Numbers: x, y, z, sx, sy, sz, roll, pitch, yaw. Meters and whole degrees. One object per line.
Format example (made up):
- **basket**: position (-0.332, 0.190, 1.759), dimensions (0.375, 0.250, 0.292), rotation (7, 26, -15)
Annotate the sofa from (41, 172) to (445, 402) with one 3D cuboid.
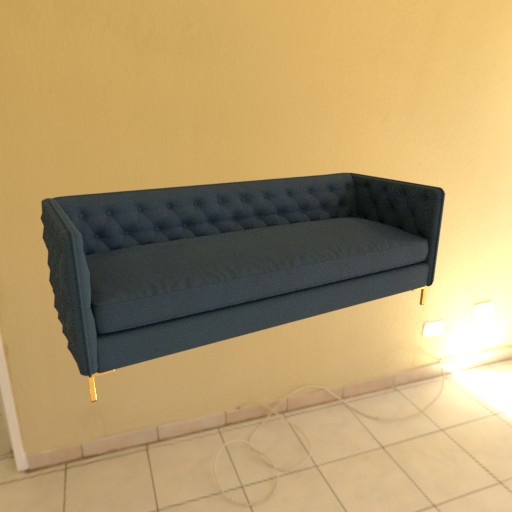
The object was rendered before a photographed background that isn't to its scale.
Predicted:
- **sofa**: position (0.000, 0.000, 2.636), dimensions (2.209, 0.771, 0.895), rotation (-10, 20, -28)
